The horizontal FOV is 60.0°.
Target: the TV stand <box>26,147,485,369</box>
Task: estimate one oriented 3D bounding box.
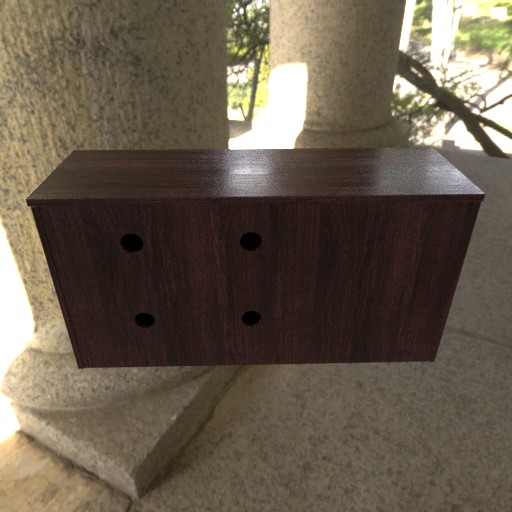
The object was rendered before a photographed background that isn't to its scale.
[{"bbox_3d":[0.000,0.000,1.481,1.192,0.614,0.404,-1,32,-1],"label":"TV stand"}]
